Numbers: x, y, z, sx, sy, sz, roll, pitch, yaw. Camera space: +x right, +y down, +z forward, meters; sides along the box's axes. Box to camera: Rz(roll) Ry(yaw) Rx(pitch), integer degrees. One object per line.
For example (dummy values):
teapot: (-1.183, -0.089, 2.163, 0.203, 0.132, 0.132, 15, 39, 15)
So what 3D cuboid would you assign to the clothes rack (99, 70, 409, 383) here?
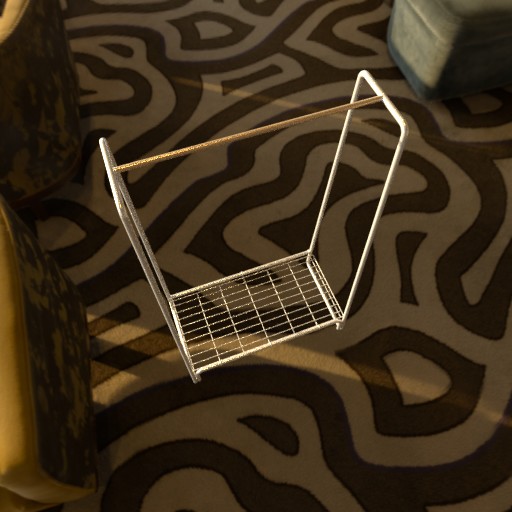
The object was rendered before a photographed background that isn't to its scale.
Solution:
clothes rack: (0.000, 0.000, 1.982, 0.900, 1.500, 0.495, -18, 62, -10)
